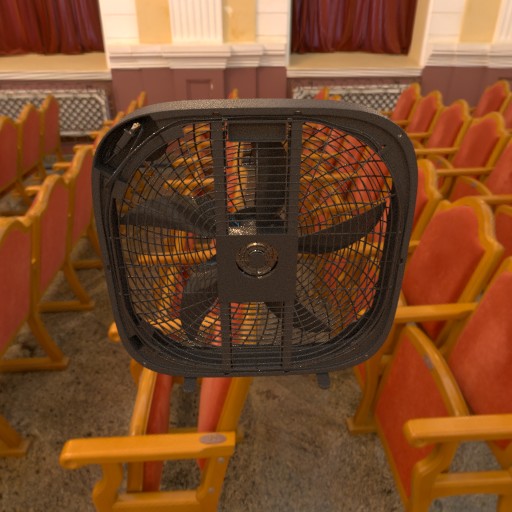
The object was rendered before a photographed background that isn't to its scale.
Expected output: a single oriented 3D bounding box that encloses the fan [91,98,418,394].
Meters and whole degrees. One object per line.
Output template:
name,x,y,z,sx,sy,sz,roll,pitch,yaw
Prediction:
fan,0.000,0.000,0.806,0.526,0.533,0.142,-1,28,-2
